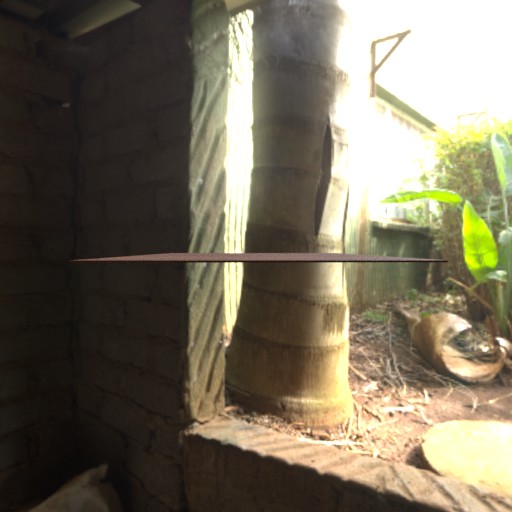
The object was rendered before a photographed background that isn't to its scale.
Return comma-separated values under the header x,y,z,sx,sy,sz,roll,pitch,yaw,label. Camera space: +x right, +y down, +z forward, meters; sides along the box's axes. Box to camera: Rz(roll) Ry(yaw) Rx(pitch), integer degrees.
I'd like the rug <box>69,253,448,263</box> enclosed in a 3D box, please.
x,y,z,sx,sy,sz,roll,pitch,yaw,label
0.000,0.000,2.328,1.217,0.007,1.828,0,1,-1,rug
